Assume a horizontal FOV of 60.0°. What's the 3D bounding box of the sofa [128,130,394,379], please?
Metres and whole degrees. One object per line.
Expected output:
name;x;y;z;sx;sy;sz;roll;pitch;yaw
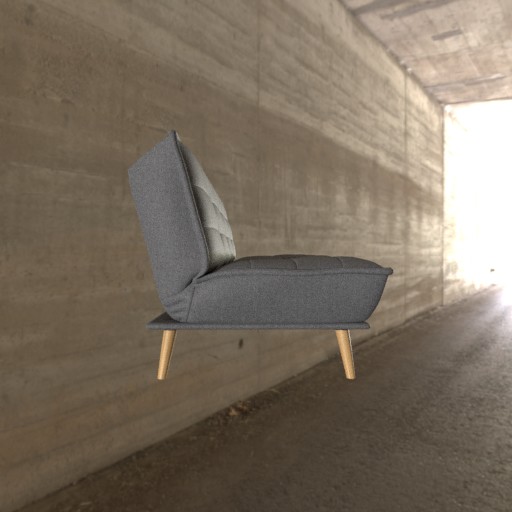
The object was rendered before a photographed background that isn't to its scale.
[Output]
sofa;0.000;0.000;2.479;0.950;0.890;1.940;0;0;0
